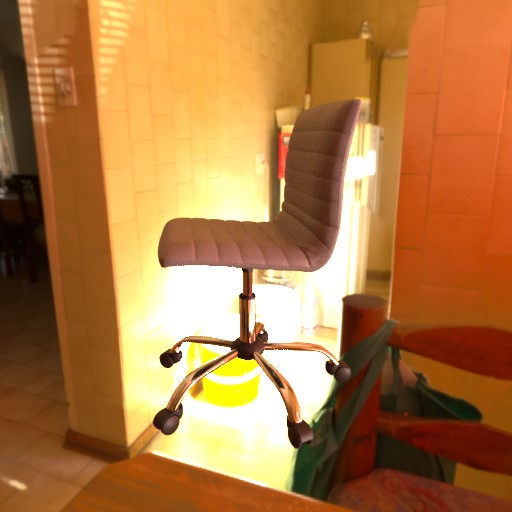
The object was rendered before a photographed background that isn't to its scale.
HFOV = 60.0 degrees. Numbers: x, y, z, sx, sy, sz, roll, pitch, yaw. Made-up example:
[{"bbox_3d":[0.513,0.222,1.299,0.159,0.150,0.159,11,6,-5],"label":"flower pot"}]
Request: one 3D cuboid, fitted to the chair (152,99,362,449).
[{"bbox_3d":[0.000,0.000,1.135,0.542,0.750,0.569,-2,15,-9],"label":"chair"}]
